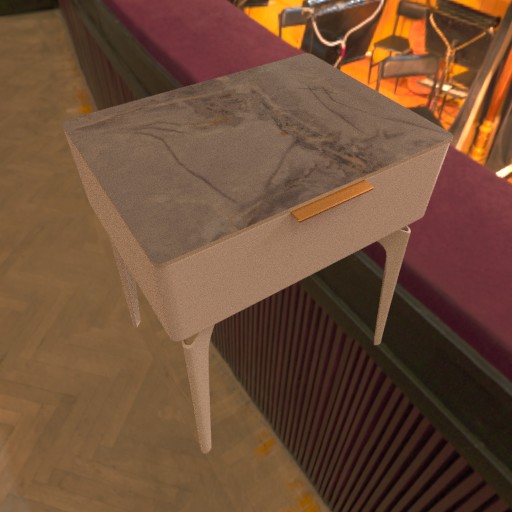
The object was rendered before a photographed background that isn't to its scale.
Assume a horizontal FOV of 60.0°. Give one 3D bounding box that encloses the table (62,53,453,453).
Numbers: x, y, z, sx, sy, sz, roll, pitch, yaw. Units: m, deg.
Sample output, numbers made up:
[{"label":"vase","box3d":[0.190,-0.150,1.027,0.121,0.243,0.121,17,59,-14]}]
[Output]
[{"label":"table","box3d":[0.000,0.000,0.899,0.500,0.570,0.400,-25,51,-22]}]
